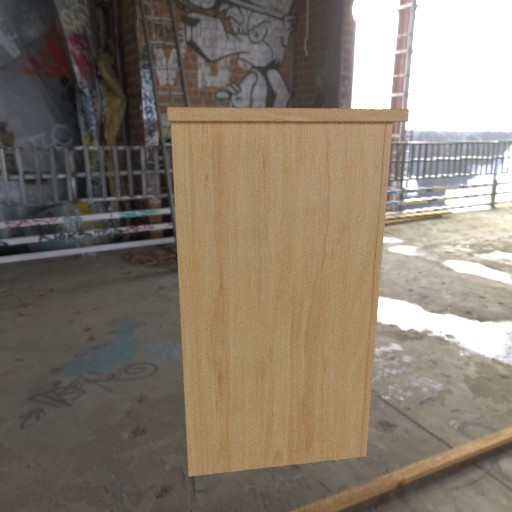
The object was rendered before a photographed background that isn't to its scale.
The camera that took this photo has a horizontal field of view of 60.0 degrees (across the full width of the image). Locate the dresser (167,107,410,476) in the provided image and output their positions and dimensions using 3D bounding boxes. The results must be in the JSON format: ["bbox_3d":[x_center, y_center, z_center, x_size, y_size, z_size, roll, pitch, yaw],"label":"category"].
[{"bbox_3d":[0.000,0.000,1.209,0.410,0.730,0.800,-2,16,-9],"label":"dresser"}]
